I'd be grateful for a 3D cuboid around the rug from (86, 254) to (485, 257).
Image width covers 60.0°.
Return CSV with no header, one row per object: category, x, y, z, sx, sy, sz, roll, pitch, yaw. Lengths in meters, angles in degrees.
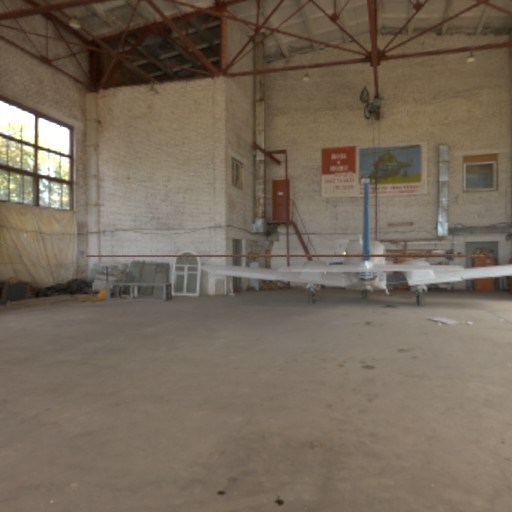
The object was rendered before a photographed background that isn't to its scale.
rug,0.000,0.000,2.750,2.448,0.012,0.769,0,0,36
